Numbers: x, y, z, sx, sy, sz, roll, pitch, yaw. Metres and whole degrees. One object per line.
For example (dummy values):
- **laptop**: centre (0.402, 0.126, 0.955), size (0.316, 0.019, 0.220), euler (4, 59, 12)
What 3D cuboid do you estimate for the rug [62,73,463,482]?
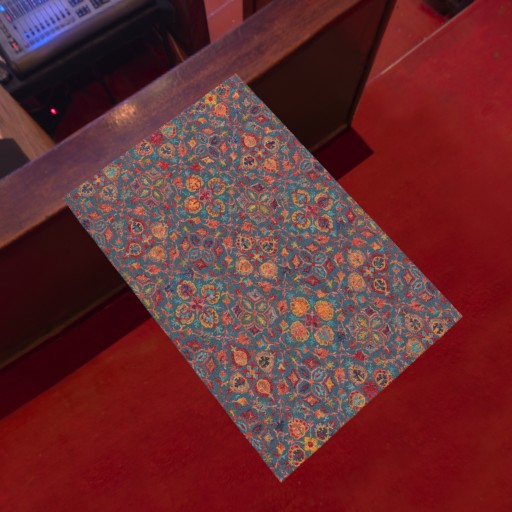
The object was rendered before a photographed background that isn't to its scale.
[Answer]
- **rug**: centre (0.000, 0.000, 2.331), size (1.216, 0.014, 1.836), euler (-39, 80, -9)
